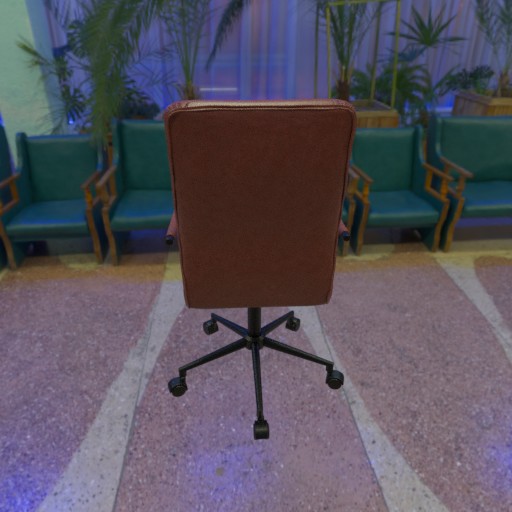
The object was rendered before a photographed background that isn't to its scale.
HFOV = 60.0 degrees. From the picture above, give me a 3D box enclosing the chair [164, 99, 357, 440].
[{"bbox_3d":[0.000,0.000,1.349,0.608,0.979,0.580,-1,29,-3],"label":"chair"}]
